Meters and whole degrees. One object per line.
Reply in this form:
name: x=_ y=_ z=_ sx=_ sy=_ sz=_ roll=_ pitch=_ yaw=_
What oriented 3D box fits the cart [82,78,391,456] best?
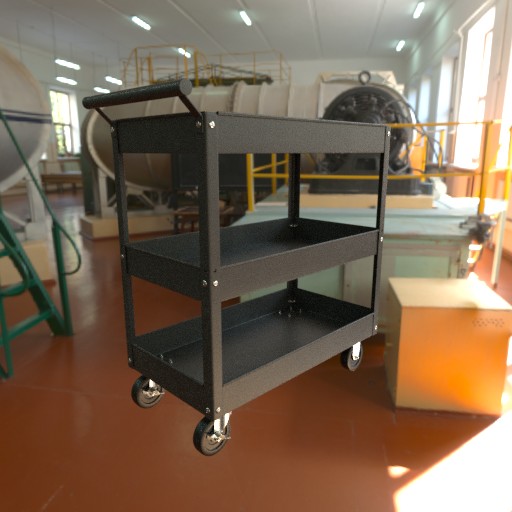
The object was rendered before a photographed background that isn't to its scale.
cart: x=0.000 y=0.000 z=1.184 sx=0.719 sy=0.780 sz=0.366 roll=-13 pitch=18 yaw=-43
